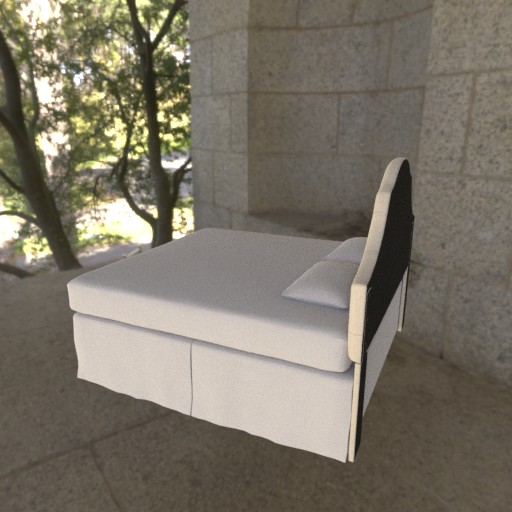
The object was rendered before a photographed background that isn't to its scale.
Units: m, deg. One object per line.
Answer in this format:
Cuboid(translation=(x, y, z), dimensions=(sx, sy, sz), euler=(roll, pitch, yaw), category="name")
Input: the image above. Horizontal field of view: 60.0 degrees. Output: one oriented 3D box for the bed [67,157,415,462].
Cuboid(translation=(0.000, 0.000, 3.440), dimensions=(2.086, 1.555, 2.012), euler=(8, 18, 24), category="bed")
